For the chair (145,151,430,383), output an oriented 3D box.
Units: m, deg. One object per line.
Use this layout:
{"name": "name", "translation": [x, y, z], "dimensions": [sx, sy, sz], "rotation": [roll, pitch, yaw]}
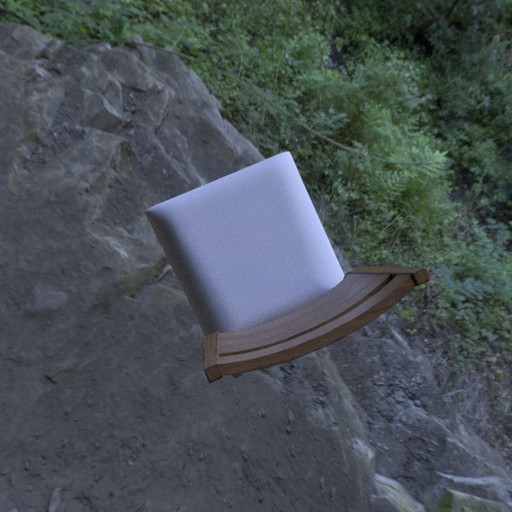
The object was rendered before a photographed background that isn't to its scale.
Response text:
{"name": "chair", "translation": [0.000, 0.000, 1.272], "dimensions": [0.497, 0.939, 0.610], "rotation": [-24, 77, -6]}
